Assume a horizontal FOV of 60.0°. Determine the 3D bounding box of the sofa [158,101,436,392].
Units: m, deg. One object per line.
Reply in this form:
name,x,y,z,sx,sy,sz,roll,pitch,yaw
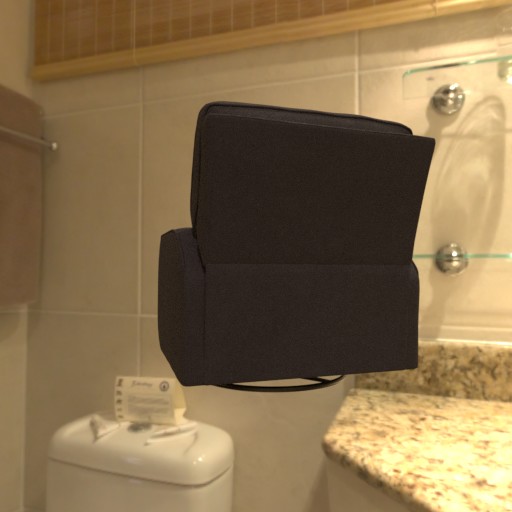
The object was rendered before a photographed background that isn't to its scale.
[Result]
sofa,0.000,0.000,1.994,0.861,0.959,1.472,1,-2,-18
